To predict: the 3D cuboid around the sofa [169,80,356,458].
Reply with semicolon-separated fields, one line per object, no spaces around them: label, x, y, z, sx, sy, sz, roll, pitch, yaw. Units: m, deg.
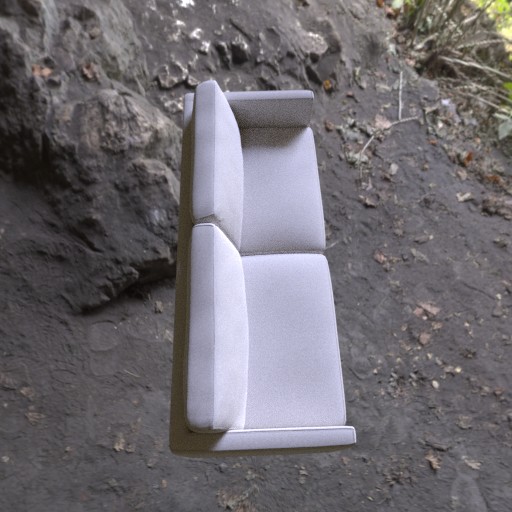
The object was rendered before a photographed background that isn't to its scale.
sofa;0.000;0.000;2.887;0.951;0.962;2.361;-2;64;-1
